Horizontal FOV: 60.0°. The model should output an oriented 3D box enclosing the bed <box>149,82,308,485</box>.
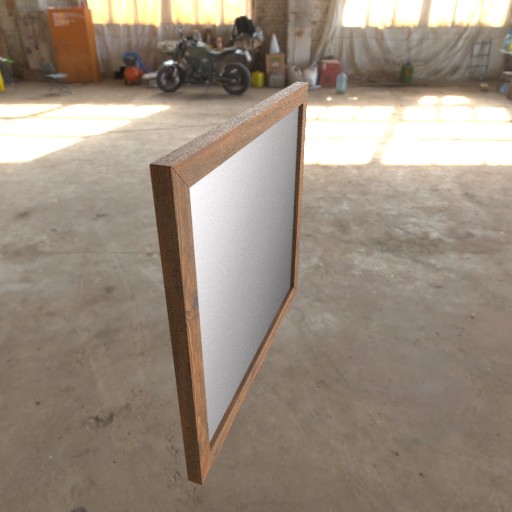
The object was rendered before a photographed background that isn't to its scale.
[{"bbox_3d":[0.000,0.000,1.469,0.046,0.942,1.046,10,31,17],"label":"bed"}]
